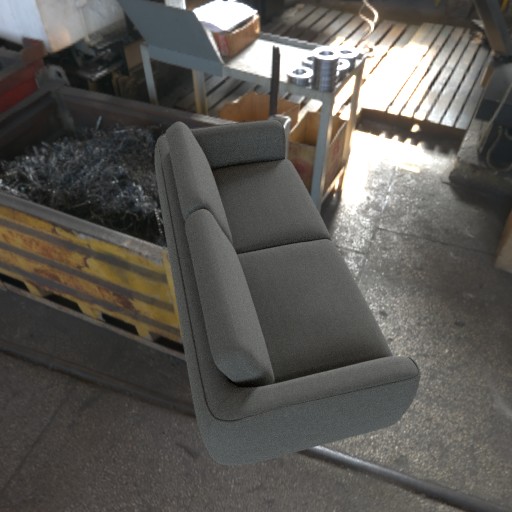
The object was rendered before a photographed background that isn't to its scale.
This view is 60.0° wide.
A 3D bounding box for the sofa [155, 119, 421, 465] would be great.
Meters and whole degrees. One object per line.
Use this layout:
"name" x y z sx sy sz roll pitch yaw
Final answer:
"sofa" 0.000 0.000 2.416 0.920 0.850 2.000 -11 48 -10
